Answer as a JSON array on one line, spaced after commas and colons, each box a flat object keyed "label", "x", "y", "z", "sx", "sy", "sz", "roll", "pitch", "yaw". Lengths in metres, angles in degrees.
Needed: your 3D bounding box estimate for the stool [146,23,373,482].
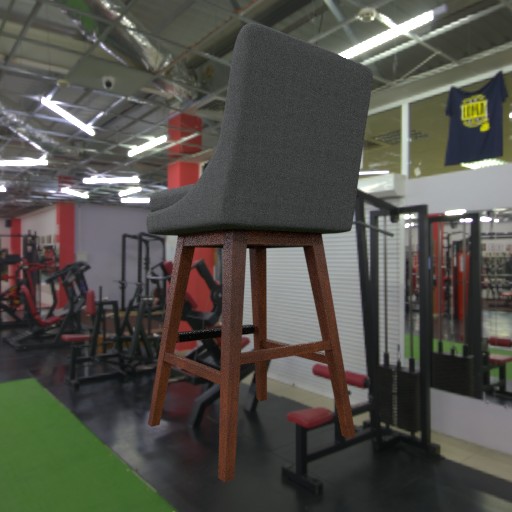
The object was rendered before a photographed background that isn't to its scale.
[{"label": "stool", "x": 0.000, "y": 0.000, "z": 1.223, "sx": 0.447, "sy": 0.977, "sz": 0.524, "roll": 0, "pitch": -1, "yaw": -36}]
